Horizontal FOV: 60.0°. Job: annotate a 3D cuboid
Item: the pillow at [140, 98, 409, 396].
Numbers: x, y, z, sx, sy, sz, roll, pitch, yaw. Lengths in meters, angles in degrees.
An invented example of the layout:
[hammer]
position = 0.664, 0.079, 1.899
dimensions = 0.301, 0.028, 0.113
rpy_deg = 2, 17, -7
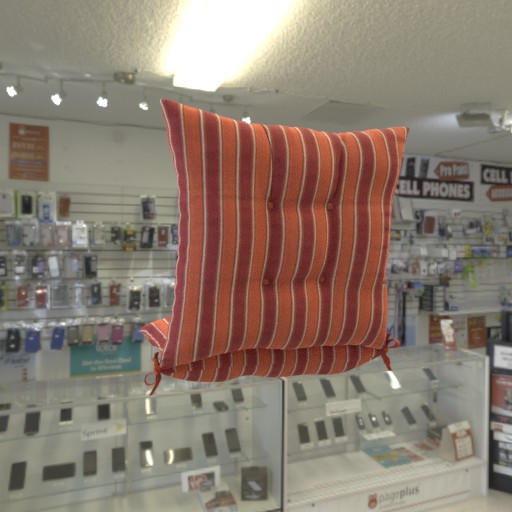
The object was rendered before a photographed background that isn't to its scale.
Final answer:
[pillow]
position = 0.000, 0.000, 1.060
dimensions = 0.541, 0.536, 0.585
rpy_deg = 0, 1, -18
